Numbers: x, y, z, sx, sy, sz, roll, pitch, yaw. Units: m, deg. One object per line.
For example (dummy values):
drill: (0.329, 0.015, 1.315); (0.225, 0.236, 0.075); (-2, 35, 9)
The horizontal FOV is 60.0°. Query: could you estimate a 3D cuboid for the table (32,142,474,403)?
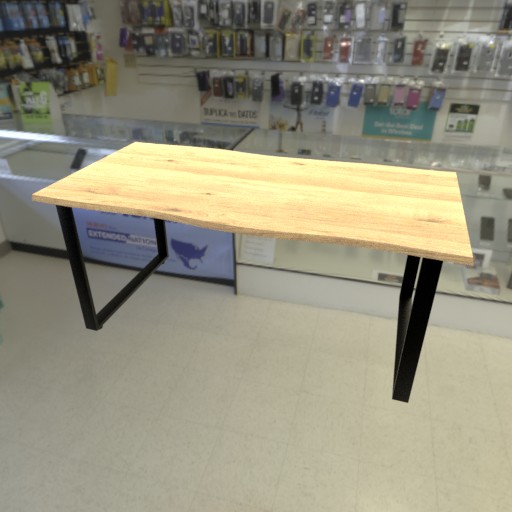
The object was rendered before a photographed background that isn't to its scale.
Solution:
table: (0.000, 0.000, 2.250); (1.800, 0.780, 0.900); (9, 32, 15)
